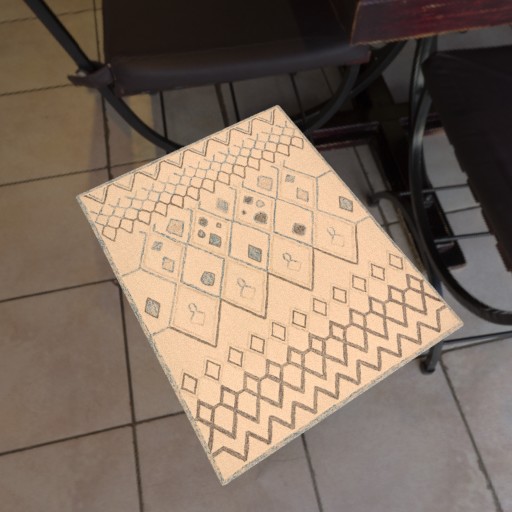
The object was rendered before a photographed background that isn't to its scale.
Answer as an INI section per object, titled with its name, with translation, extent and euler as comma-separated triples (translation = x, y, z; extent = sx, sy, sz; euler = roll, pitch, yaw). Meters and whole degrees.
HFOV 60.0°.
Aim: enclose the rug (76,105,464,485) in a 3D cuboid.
[rug]
translation = 0.000, 0.000, 4.203
extent = 2.441, 0.013, 3.056
euler = -28, 67, -13
